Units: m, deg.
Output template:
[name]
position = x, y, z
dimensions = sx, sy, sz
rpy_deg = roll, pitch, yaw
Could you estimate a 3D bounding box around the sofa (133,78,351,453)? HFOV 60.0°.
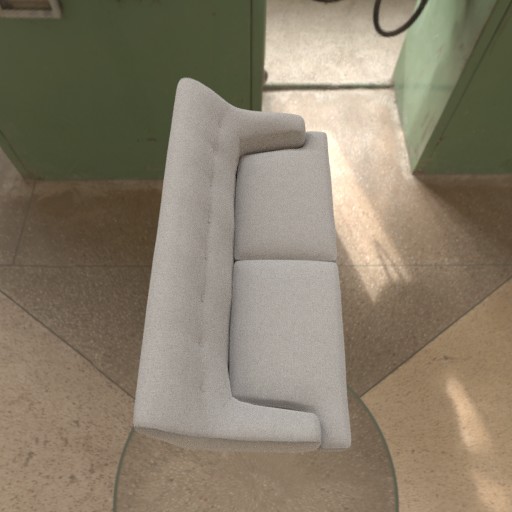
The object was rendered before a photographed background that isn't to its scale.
[sofa]
position = 0.000, 0.000, 2.568
dimensions = 0.978, 0.871, 2.057
rpy_deg = 1, 63, 0
